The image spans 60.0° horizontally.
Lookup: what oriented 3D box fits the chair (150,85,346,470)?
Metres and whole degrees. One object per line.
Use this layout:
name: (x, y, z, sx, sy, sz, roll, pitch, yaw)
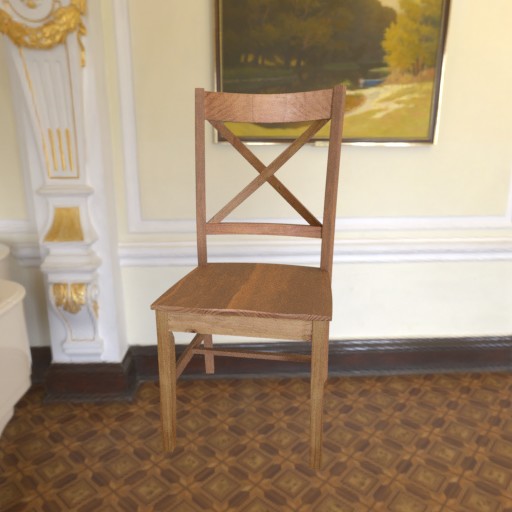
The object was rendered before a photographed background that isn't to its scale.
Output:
chair: (0.000, 0.000, 1.298, 0.485, 0.983, 0.542, 2, 14, 9)
